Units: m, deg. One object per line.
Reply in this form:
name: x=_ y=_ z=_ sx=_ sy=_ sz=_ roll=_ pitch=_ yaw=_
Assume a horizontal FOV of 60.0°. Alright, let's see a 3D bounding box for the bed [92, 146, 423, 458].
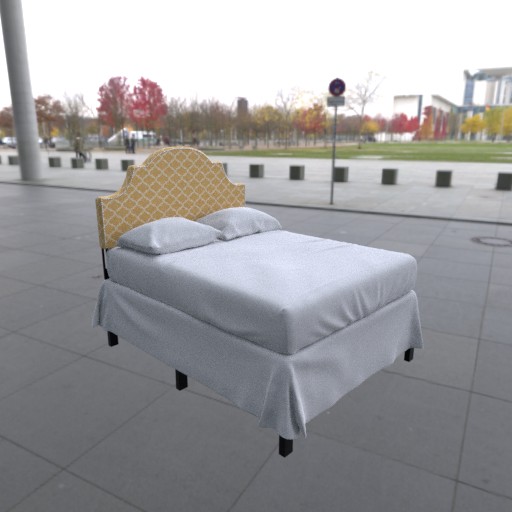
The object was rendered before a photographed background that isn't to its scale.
bed: x=0.000 y=0.000 z=3.458 sx=2.222 sy=1.633 sz=1.780 roll=14 pitch=20 yaw=42
